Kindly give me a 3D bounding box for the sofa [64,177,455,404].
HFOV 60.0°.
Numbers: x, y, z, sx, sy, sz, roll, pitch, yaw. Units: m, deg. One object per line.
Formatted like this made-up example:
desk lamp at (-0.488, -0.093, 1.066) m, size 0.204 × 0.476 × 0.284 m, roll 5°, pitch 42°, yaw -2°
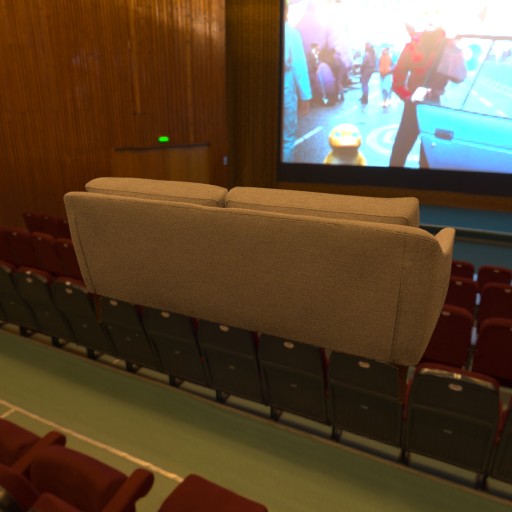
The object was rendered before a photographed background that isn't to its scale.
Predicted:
sofa at (0.000, 0.000, 2.536) m, size 2.036 × 0.913 × 0.980 m, roll 9°, pitch 20°, yaw 25°
